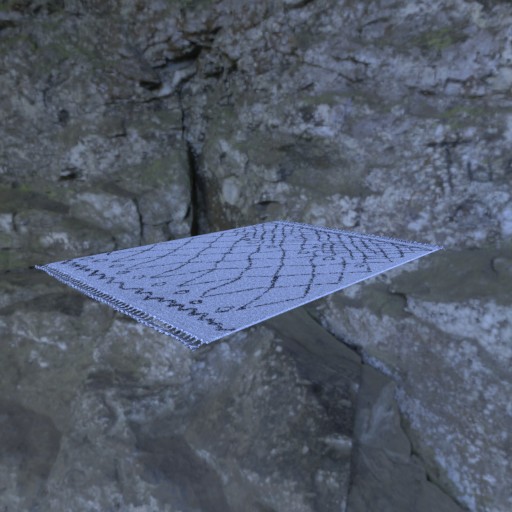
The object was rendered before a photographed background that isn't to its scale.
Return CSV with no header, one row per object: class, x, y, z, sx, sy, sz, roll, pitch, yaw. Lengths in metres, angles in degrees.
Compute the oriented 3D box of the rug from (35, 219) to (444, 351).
rug,0.000,0.000,3.012,1.613,0.017,2.312,14,20,43
